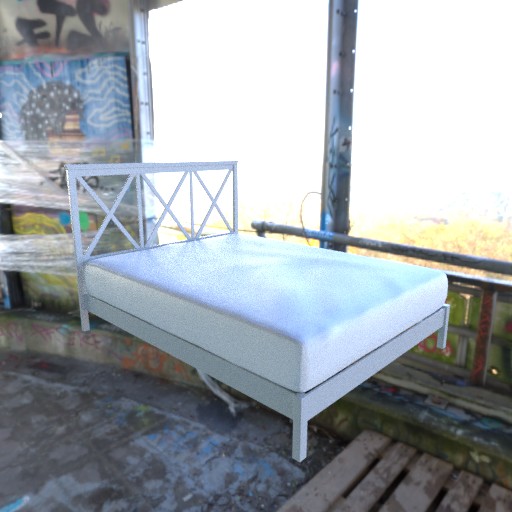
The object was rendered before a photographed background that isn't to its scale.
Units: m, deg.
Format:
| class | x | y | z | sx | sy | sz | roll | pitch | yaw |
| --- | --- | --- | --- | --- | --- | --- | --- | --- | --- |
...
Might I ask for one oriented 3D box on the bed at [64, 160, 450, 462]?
| class | x | y | z | sx | sy | sz | roll | pitch | yaw |
| --- | --- | --- | --- | --- | --- | --- | --- | --- | --- |
| bed | 0.000 | 0.000 | 3.121 | 2.135 | 1.253 | 1.673 | 13 | 19 | 42 |
